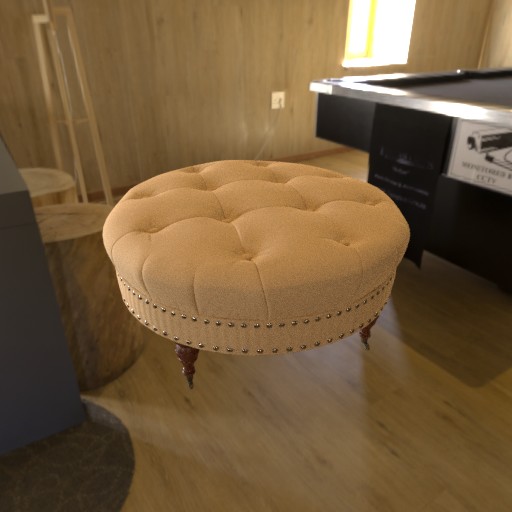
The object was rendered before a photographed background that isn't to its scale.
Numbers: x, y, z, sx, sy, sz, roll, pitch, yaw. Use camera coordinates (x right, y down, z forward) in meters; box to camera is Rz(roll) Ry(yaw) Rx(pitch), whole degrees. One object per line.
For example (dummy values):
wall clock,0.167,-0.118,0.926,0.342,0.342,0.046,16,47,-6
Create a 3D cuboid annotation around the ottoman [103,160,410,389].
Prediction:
ottoman,0.000,0.000,1.409,0.901,0.439,0.901,0,28,0
